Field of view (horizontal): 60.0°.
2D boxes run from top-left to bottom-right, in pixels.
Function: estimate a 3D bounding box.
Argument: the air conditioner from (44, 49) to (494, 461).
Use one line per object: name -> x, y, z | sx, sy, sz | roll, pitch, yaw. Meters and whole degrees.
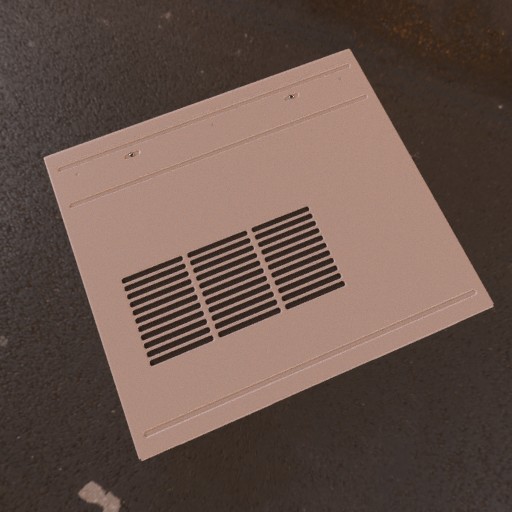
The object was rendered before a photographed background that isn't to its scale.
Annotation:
air conditioner -> 0.000, 0.000, 1.020 | 0.645, 0.455, 0.599 | -22, 76, -6
